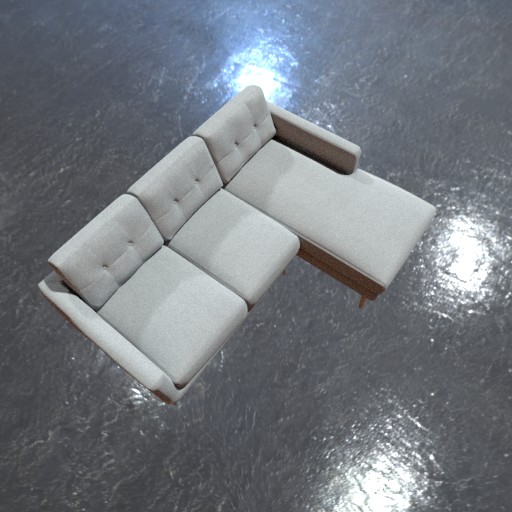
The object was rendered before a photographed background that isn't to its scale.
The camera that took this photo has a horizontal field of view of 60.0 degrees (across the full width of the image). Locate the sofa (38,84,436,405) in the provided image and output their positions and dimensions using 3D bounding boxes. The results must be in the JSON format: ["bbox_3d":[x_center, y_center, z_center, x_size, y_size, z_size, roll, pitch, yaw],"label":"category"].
[{"bbox_3d":[0.000,0.000,2.775,1.530,0.860,2.040,32,64,18],"label":"sofa"}]
